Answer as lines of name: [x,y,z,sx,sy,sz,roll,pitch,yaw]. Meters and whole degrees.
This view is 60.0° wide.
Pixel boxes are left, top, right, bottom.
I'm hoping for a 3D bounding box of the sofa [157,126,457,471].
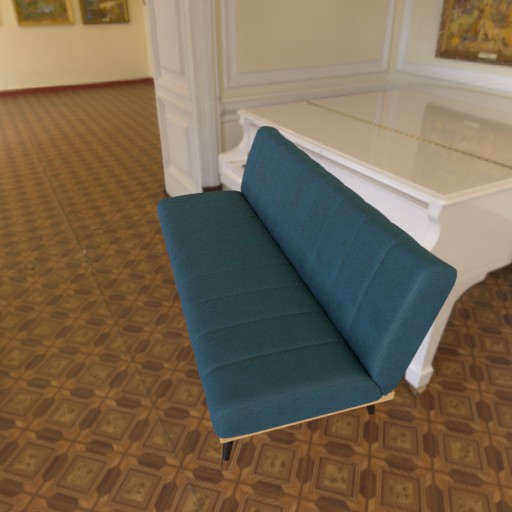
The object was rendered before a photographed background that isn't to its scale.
sofa: [0.000,0.000,2.252,0.830,0.825,1.810,-9,32,-14]
